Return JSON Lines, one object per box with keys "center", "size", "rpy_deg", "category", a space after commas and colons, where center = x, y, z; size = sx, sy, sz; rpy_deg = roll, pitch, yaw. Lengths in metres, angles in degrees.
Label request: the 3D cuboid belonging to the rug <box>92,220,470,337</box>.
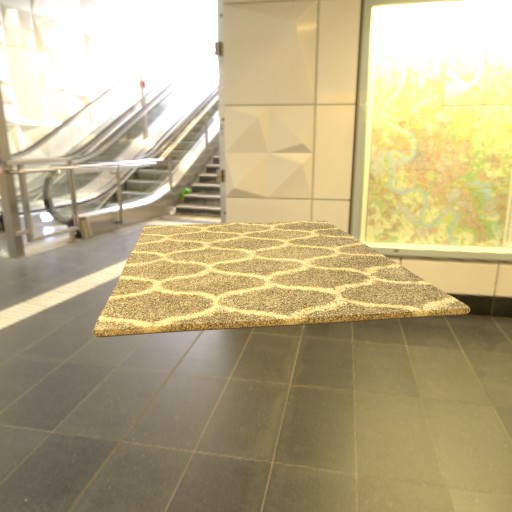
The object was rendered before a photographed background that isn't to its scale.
{"center": [0.000, 0.000, 2.129], "size": [1.200, 0.025, 1.600], "rpy_deg": [-2, 15, -8], "category": "rug"}
